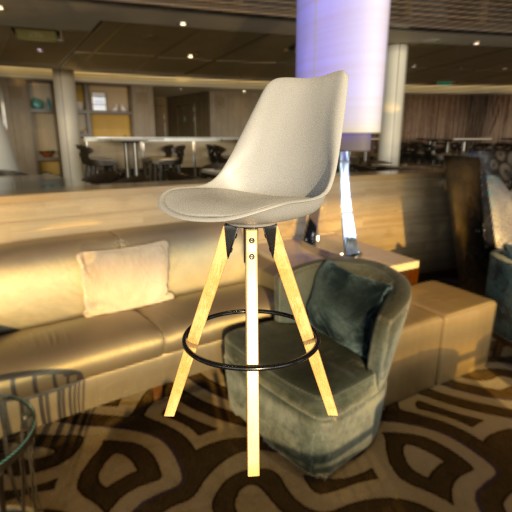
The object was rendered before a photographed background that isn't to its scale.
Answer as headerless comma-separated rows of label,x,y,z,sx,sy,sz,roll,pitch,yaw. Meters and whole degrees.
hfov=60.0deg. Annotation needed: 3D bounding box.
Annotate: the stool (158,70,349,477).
stool,0.000,0.000,1.394,0.485,1.115,0.550,14,20,42
